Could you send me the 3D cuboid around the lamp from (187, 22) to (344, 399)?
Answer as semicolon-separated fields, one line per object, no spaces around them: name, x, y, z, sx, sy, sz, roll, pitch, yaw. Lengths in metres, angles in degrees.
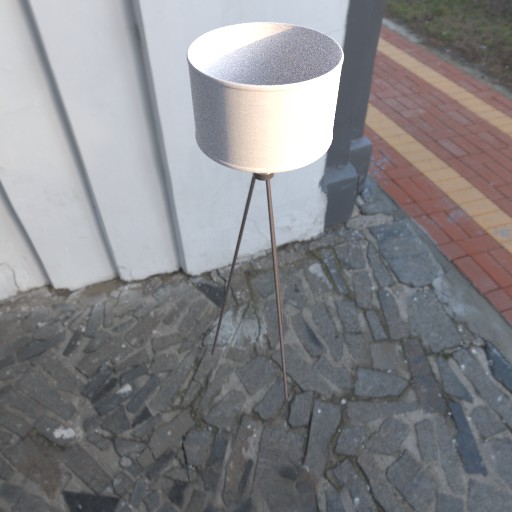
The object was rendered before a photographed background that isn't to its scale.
lamp;0.000;0.000;1.714;0.458;1.545;0.448;-3;47;-3
